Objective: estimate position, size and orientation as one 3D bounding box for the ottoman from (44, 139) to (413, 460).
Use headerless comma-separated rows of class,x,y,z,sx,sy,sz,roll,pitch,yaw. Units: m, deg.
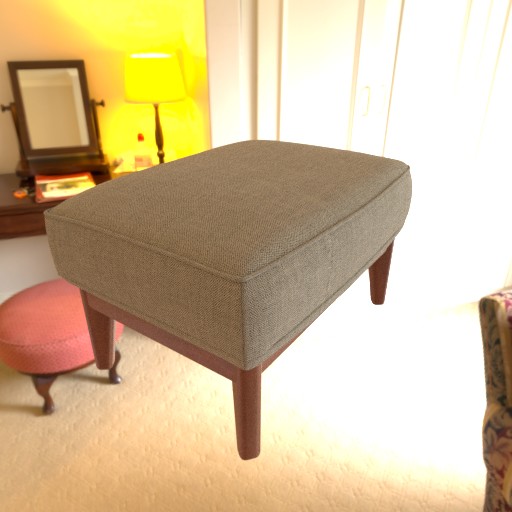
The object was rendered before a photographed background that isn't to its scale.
ottoman,0.000,0.000,1.086,0.555,0.458,0.750,18,32,31
